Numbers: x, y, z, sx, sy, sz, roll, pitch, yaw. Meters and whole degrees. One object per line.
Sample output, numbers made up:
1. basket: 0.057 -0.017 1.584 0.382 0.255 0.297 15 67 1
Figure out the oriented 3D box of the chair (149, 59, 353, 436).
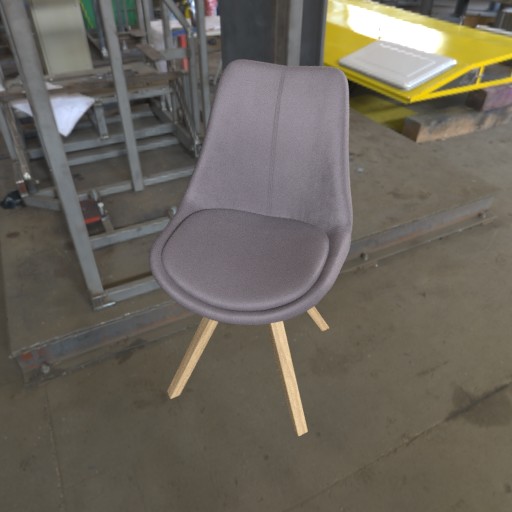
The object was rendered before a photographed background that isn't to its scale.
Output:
1. chair: 0.000 0.000 1.203 0.483 0.865 0.547 11 40 14
